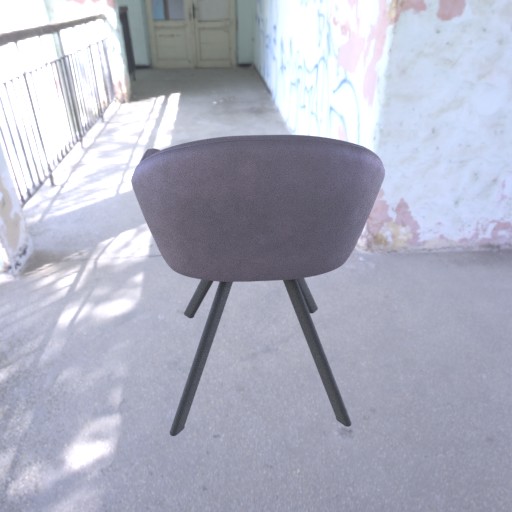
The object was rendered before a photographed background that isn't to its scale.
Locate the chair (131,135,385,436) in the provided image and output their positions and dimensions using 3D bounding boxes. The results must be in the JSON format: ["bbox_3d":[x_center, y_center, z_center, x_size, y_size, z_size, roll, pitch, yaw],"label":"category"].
[{"bbox_3d":[0.000,0.000,1.164,0.567,0.781,0.544,-2,32,-3],"label":"chair"}]
